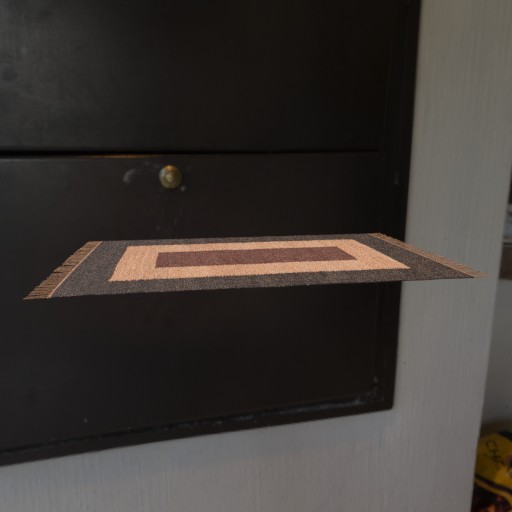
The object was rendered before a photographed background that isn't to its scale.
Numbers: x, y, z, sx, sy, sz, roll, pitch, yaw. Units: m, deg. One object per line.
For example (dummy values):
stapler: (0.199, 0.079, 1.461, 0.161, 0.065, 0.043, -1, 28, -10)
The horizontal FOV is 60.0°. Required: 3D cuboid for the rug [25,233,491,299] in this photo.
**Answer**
rug: (0.000, 0.000, 1.857, 1.541, 0.013, 0.920, -2, 13, -9)
